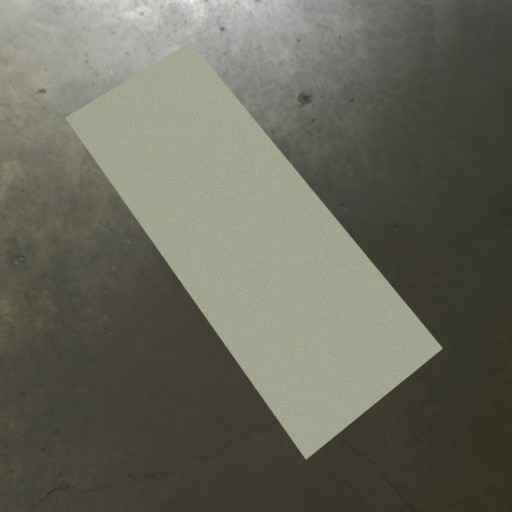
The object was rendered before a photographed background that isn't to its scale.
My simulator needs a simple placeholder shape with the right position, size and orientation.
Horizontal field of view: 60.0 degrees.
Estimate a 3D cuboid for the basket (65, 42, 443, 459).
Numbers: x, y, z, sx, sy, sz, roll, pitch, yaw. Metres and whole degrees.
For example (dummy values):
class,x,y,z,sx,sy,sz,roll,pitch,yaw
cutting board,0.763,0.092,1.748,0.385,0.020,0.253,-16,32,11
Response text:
class,x,y,z,sx,sy,sz,roll,pitch,yaw
basket,0.000,0.000,1.147,0.376,0.625,0.792,-35,78,-9
